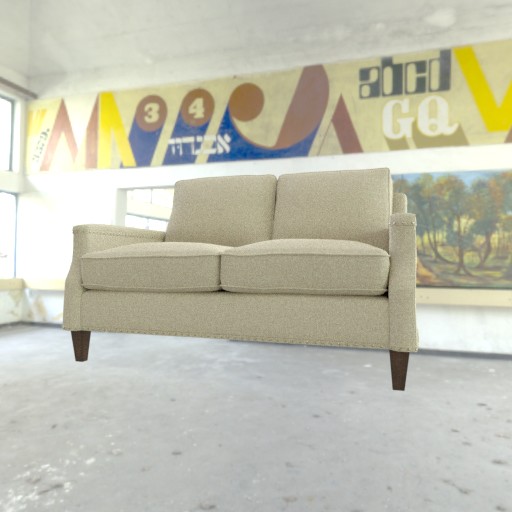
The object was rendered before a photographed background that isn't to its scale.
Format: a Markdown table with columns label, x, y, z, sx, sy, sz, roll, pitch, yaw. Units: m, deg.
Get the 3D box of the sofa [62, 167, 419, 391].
| label | x | y | z | sx | sy | sz | roll | pitch | yaw |
| --- | --- | --- | --- | --- | --- | --- | --- | --- | --- |
| sofa | 0.000 | 0.000 | 2.333 | 1.597 | 1.003 | 1.084 | 0 | -1 | 19 |
